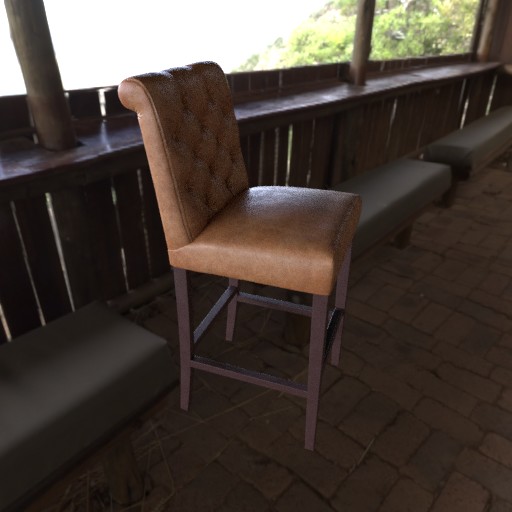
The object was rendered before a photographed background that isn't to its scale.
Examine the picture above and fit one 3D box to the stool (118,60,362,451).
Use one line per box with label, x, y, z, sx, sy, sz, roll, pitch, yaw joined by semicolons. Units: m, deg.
stool;0.000;0.000;1.465;0.601;1.140;0.493;10;31;18
